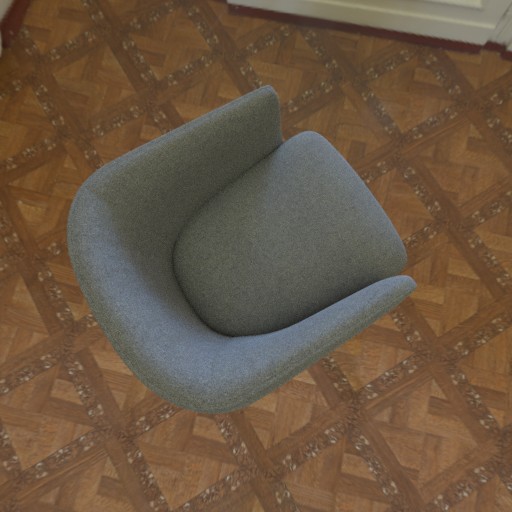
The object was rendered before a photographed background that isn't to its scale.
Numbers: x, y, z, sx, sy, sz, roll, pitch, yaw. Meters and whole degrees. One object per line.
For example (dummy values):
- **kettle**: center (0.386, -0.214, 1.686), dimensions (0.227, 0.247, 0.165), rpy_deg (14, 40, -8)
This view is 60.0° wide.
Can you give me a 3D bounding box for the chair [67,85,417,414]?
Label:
- **chair**: center (0.000, 0.000, 1.603), dimensions (0.986, 0.861, 0.822), rpy_deg (-32, 78, -7)
